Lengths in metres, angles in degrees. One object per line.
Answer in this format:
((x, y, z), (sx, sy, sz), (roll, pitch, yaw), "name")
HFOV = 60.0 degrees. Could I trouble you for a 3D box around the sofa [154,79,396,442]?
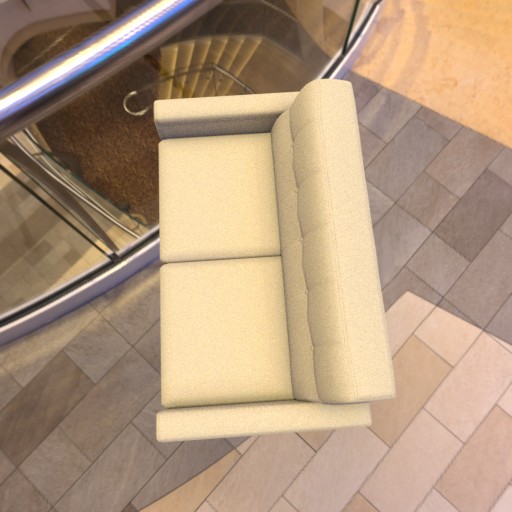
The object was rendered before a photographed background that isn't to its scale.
((0.000, 0.000, 2.229), (0.980, 0.892, 1.655), (-4, 75, -1), "sofa")
